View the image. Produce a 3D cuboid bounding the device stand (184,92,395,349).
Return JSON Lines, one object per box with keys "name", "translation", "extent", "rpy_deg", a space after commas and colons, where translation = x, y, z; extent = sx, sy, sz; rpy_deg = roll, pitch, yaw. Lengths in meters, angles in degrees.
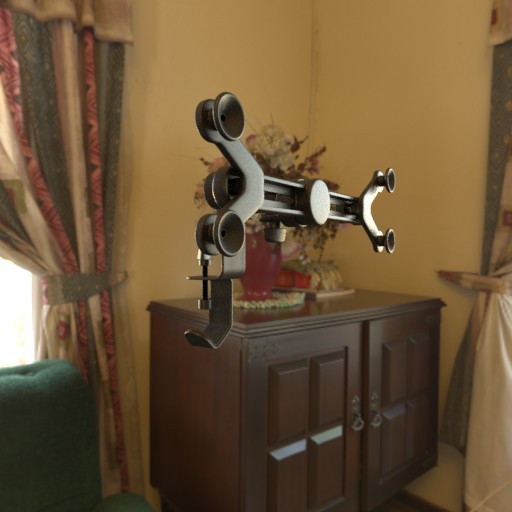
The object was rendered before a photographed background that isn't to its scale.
{"name": "device stand", "translation": [0.000, 0.000, 0.361], "extent": [0.142, 0.166, 0.270], "rpy_deg": [1, 1, 35]}
